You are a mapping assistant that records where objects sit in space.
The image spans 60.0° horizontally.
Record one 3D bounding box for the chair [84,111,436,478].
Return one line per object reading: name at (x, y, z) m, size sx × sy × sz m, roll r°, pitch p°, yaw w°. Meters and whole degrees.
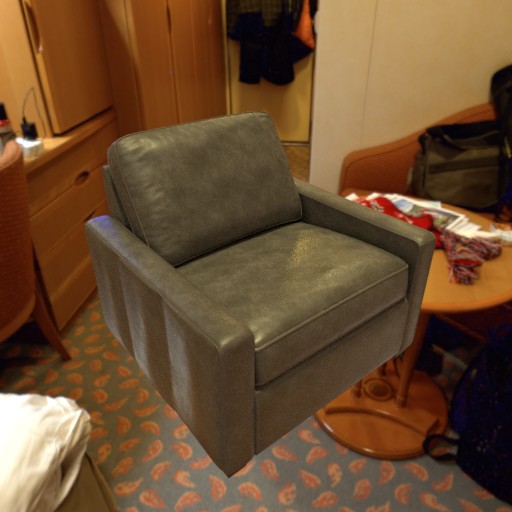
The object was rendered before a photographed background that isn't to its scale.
chair at (0.000, 0.000, 1.733) m, size 1.006 × 0.916 × 0.939 m, roll -22°, pitch 37°, yaw -33°
